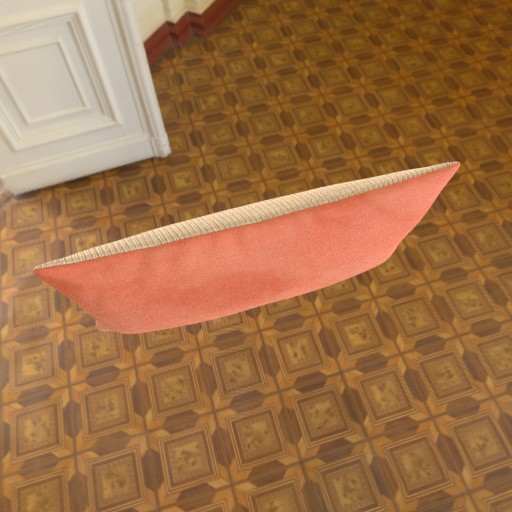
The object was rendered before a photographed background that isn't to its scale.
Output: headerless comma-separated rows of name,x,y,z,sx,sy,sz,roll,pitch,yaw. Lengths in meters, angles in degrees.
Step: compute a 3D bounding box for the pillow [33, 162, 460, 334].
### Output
pillow,0.000,0.000,0.741,0.608,0.307,0.155,-15,60,-9
